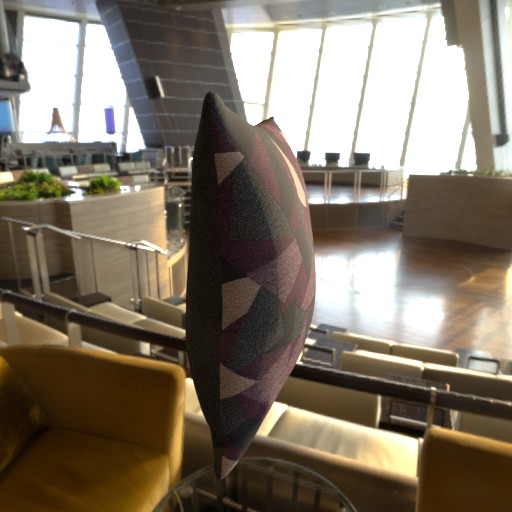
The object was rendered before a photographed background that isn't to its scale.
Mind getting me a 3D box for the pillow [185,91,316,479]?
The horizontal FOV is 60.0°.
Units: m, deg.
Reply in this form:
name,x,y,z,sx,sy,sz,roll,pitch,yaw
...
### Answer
name,x,y,z,sx,sy,sz,roll,pitch,yaw
pillow,0.000,0.000,0.767,0.208,0.496,0.503,3,16,10
